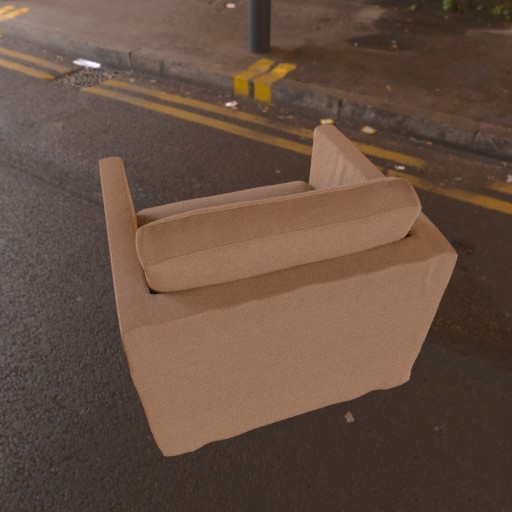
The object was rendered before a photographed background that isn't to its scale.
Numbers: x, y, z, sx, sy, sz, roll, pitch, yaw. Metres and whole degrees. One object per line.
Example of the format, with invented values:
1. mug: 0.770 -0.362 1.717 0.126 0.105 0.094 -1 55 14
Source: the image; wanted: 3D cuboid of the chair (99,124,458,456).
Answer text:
1. chair: 0.000 0.000 1.732 1.057 0.867 0.949 -12 43 -13
